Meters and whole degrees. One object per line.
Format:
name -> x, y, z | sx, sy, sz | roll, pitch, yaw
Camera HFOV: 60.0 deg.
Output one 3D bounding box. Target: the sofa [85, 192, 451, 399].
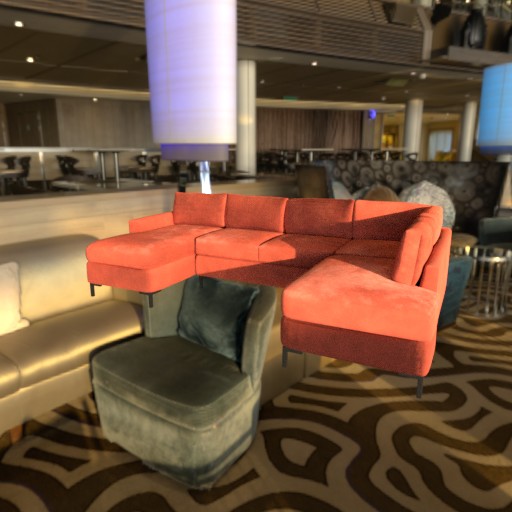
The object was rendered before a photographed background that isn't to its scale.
sofa -> 0.000, 0.000, 3.729 | 2.971, 0.858, 1.981 | 7, 15, 26
